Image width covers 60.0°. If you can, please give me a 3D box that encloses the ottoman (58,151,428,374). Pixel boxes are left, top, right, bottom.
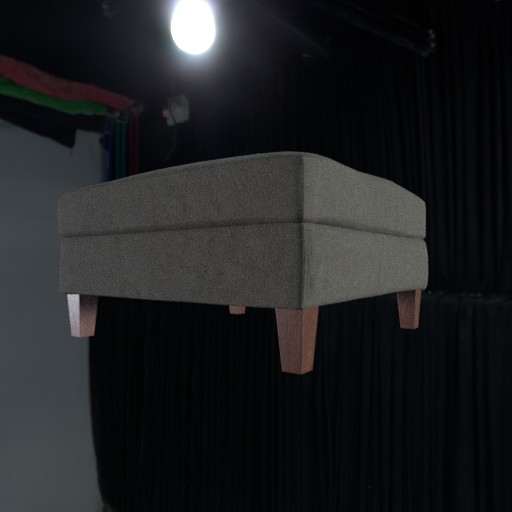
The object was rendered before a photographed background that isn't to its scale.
[{"bbox_3d":[0.000,0.000,1.420,0.861,0.482,0.881,-1,-1,36],"label":"ottoman"}]
